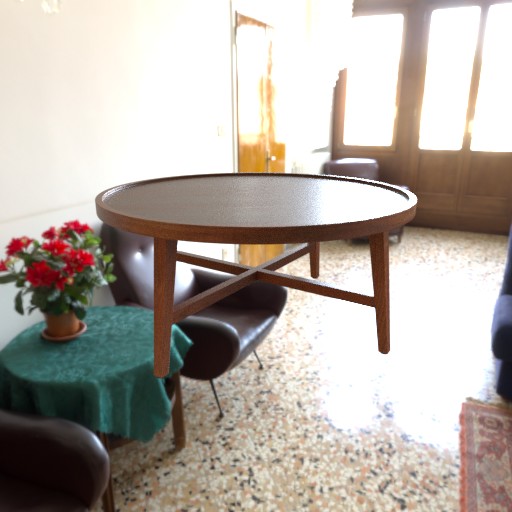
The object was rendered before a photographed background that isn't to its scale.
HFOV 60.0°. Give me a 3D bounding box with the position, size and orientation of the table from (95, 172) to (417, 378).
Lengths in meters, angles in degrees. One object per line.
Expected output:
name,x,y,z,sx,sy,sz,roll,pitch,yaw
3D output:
table,0.000,0.000,1.219,0.800,0.360,0.800,0,18,0
